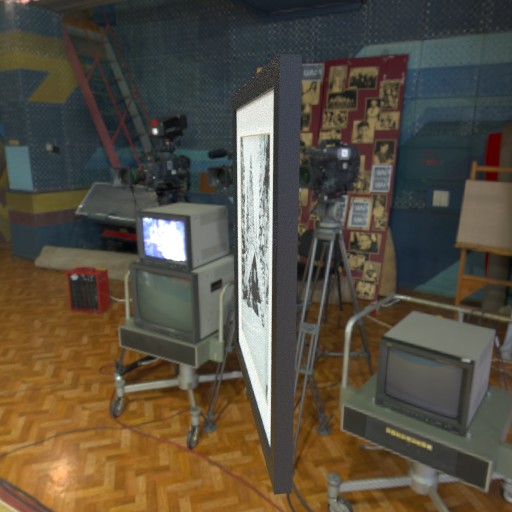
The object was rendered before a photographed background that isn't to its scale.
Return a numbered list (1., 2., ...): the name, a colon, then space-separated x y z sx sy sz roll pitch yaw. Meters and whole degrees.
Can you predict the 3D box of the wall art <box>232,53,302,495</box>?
1. wall art: 0.000 0.000 0.539 0.018 0.397 0.325 -2 14 -9
